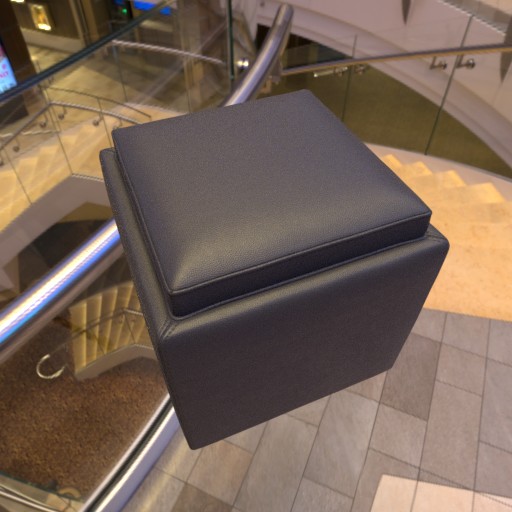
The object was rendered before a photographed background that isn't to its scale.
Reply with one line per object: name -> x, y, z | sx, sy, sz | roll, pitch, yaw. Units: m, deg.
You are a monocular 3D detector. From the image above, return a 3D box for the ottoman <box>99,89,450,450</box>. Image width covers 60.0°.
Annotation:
ottoman -> 0.000, 0.000, 0.831 | 0.450, 0.460, 0.451 | -17, 50, -15
